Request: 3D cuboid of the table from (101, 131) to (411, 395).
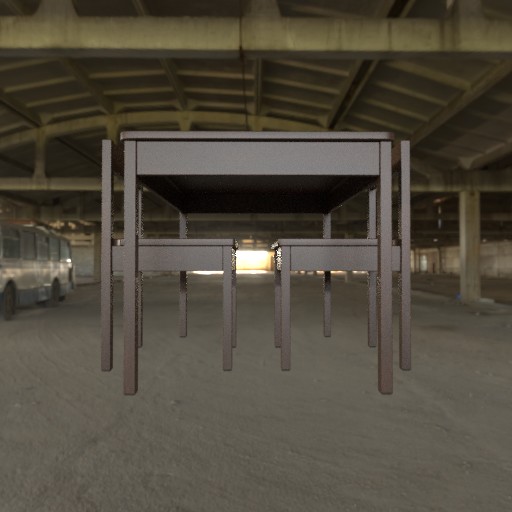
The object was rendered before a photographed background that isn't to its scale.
[{"bbox_3d":[0.000,0.000,1.102,0.672,0.503,0.650,0,-1,-1],"label":"table"}]
